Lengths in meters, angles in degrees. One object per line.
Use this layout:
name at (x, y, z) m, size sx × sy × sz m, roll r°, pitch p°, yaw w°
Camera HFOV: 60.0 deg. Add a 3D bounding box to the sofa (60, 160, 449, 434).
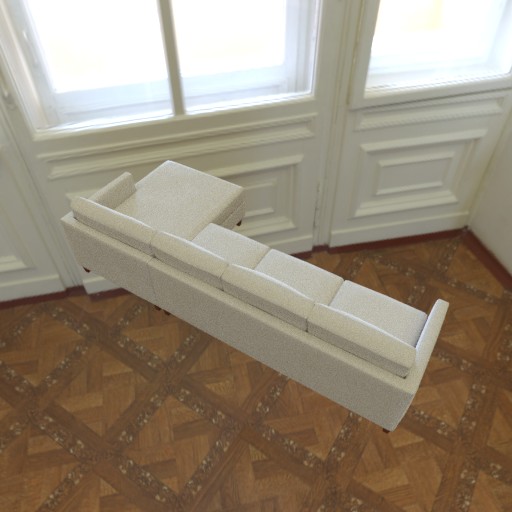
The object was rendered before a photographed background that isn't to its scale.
sofa at (0.000, 0.000, 4.256) m, size 3.471 × 0.954 × 1.599 m, roll 24°, pitch 50°, yaw 21°
